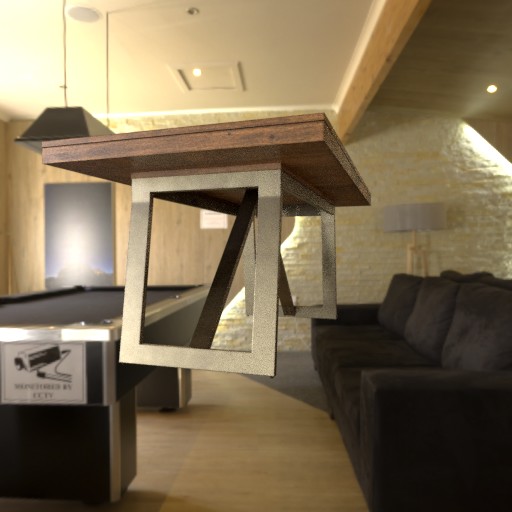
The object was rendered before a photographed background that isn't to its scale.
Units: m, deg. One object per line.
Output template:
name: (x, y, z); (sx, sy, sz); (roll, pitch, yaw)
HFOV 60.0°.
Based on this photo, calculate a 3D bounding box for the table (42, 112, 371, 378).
table: (0.000, 0.000, 2.086); (0.931, 0.757, 1.641); (0, 0, 19)
